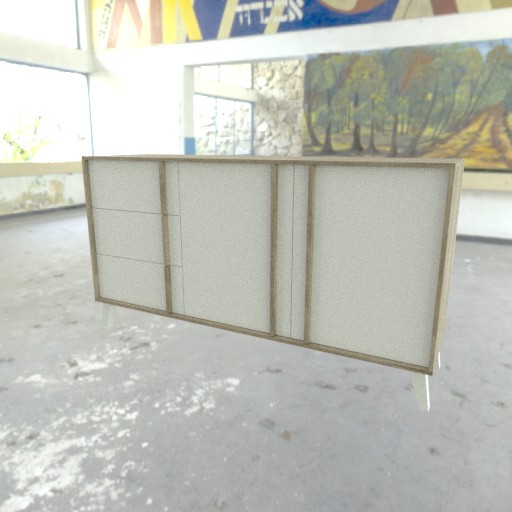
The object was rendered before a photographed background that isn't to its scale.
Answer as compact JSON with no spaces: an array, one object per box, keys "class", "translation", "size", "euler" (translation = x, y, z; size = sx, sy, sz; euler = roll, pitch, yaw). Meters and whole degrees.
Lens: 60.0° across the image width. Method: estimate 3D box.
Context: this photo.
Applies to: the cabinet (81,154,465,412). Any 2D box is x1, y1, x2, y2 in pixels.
[{"class":"cabinet","translation":[0.000,0.000,2.001],"size":[1.600,0.870,0.450],"euler":[7,16,27]}]
